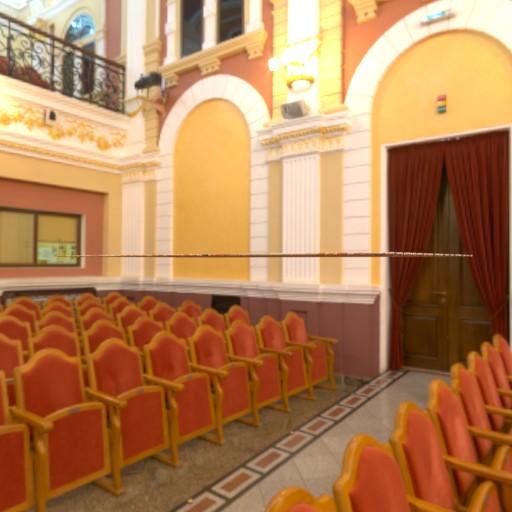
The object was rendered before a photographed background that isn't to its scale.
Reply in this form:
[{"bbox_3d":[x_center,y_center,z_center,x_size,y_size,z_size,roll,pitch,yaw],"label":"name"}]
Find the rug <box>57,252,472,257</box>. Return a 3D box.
[{"bbox_3d":[0.000,0.000,3.039,2.428,0.010,1.533,0,-1,37],"label":"rug"}]
